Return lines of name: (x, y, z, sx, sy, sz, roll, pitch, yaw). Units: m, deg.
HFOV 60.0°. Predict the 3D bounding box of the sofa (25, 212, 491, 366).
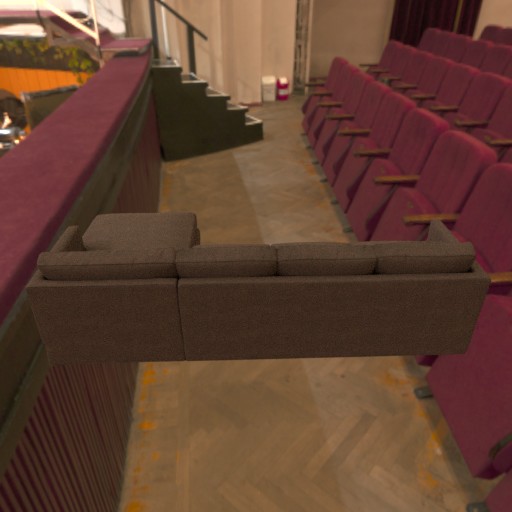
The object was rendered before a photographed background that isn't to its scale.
sofa: (0.000, 0.000, 3.830, 3.205, 0.922, 1.650, -1, 31, -2)
